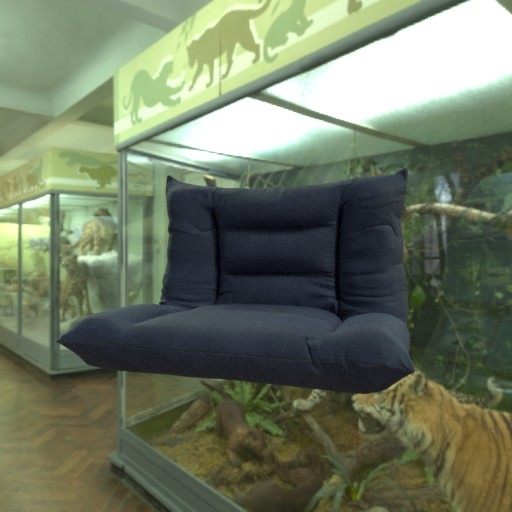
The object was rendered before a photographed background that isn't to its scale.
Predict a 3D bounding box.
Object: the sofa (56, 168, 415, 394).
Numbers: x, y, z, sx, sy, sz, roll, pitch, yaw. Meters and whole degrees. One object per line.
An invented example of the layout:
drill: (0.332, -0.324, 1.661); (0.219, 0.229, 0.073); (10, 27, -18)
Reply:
sofa: (0.000, 0.000, 1.692); (1.122, 0.778, 0.849); (0, 0, 18)
